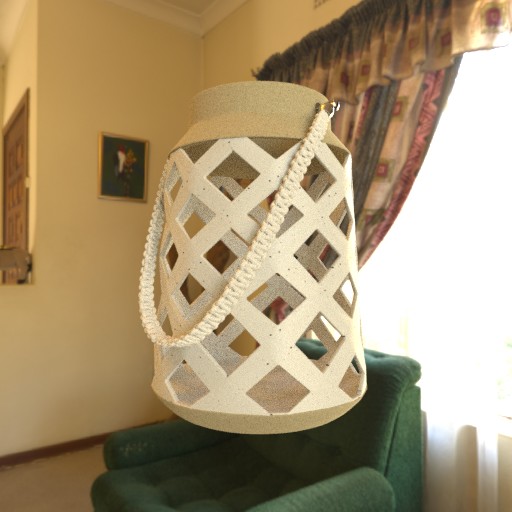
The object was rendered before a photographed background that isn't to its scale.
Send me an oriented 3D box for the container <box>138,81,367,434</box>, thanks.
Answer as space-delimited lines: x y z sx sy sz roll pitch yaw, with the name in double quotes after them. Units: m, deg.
0.000 0.000 0.339 0.163 0.229 0.172 -1 -1 37 "container"
